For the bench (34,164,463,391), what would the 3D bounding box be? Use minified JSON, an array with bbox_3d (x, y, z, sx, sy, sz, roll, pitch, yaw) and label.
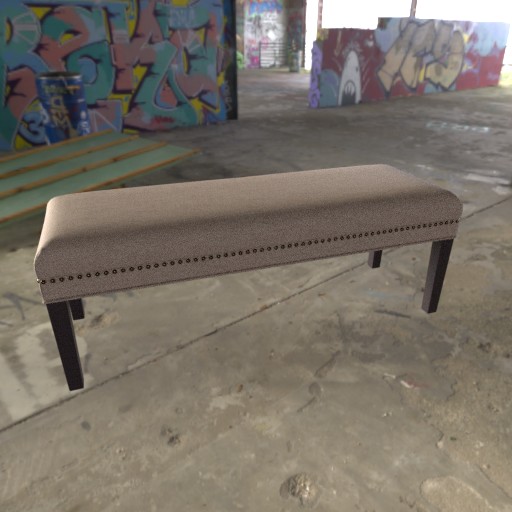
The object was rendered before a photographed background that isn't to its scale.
[{"bbox_3d":[0.000,0.000,1.437,1.219,0.457,0.410,-9,28,-17],"label":"bench"}]
